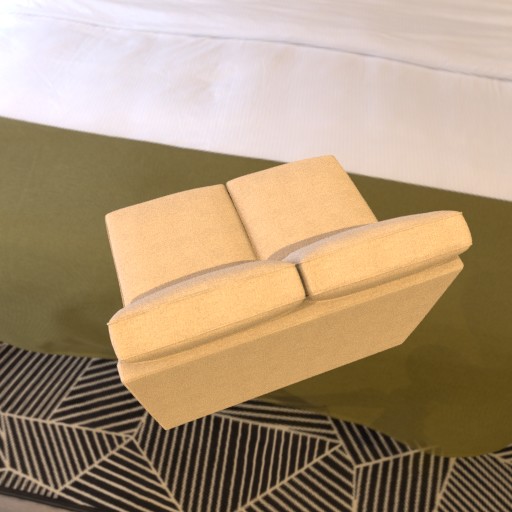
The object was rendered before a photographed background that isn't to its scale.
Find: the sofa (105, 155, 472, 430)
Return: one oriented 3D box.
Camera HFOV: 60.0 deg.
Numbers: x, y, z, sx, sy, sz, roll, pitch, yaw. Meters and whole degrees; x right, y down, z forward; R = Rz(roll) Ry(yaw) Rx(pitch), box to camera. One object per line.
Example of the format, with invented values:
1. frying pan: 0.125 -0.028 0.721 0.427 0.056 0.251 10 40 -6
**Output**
1. sofa: 0.000 0.000 1.974 1.232 1.006 0.978 -17 59 -10
